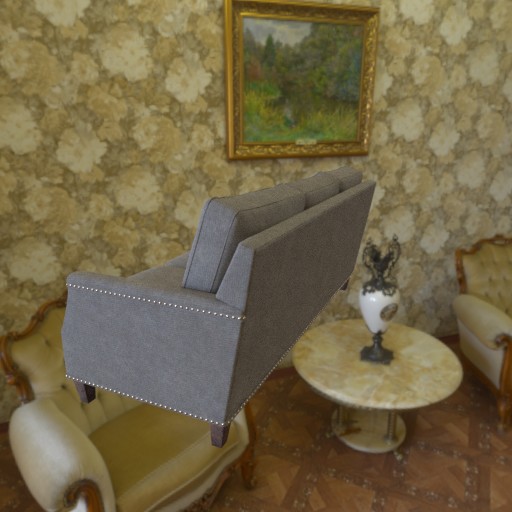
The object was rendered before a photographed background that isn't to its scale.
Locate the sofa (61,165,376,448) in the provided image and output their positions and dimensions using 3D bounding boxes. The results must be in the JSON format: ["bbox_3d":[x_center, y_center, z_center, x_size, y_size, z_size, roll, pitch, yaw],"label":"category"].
[{"bbox_3d":[0.000,0.000,2.778,1.034,1.042,2.226,7,18,24],"label":"sofa"}]
